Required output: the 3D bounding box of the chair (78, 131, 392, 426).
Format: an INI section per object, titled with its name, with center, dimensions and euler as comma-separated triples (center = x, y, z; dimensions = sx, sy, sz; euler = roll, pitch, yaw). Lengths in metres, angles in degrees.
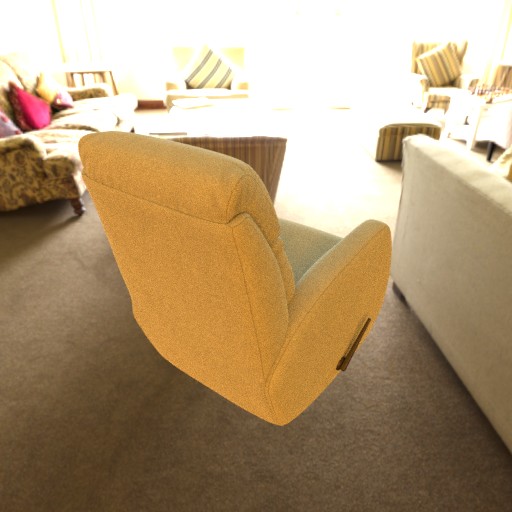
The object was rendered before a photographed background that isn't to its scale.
[chair]
center = 0.000, 0.000, 1.659
dimensions = 0.812, 1.015, 0.941
euler = 21, 36, 32
